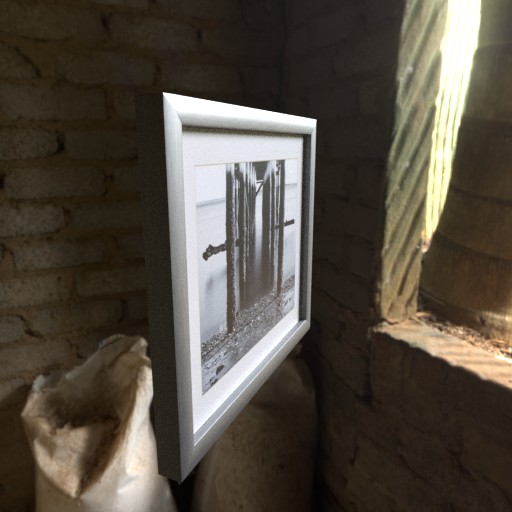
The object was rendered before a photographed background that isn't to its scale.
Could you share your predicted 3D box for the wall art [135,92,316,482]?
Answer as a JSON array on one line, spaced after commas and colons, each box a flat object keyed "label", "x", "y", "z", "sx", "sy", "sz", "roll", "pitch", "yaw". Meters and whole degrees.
[{"label": "wall art", "x": 0.000, "y": 0.000, "z": 0.530, "sx": 0.028, "sy": 0.330, "sz": 0.380, "roll": 6, "pitch": 15, "yaw": 23}]
